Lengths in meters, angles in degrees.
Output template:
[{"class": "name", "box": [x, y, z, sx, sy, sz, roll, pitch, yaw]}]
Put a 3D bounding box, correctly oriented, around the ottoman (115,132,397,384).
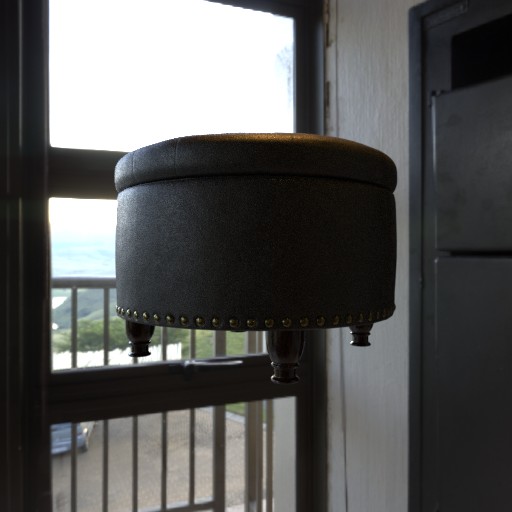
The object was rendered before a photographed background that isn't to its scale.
[{"class": "ottoman", "box": [0.000, 0.000, 1.047, 0.637, 0.442, 0.637, 0, 0, 0]}]
